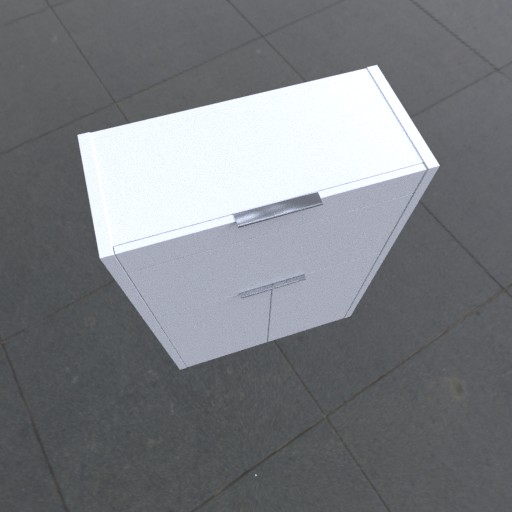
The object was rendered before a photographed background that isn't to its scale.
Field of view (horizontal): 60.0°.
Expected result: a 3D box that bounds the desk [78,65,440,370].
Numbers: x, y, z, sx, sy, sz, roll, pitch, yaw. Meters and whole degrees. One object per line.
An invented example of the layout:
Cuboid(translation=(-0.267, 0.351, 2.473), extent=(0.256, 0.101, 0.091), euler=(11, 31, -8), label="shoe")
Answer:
Cuboid(translation=(0.000, 0.000, 1.660), extent=(0.850, 1.190, 0.390), euler=(-16, 65, -8), label="desk")
